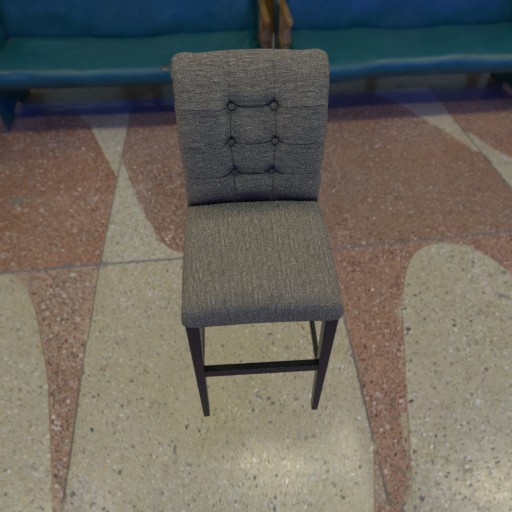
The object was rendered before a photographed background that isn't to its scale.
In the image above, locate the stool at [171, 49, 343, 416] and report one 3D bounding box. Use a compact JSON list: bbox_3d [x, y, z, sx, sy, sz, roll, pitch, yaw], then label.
[{"bbox_3d":[0.000,0.000,1.472,0.452,1.131,0.613,-3,47,-3],"label":"stool"}]
